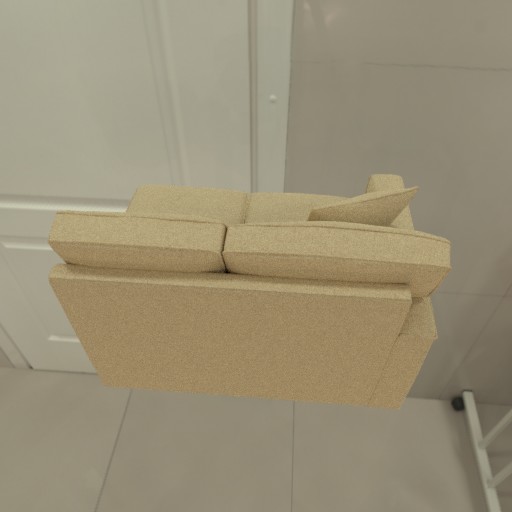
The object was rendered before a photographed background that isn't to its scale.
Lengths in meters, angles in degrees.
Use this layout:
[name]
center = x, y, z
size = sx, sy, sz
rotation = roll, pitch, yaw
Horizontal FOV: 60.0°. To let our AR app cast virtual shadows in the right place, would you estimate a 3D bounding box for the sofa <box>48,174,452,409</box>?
[sofa]
center = 0.000, 0.000, 2.034
size = 1.388, 0.989, 0.991
rotation = 3, 46, 3
